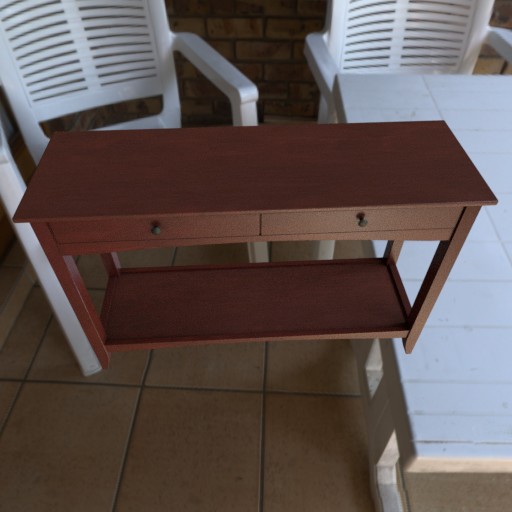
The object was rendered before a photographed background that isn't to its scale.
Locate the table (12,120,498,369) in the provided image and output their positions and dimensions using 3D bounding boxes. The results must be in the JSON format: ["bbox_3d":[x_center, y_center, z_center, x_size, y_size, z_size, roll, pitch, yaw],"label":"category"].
[{"bbox_3d":[0.000,0.000,1.478,1.188,0.739,0.392,-2,47,-2],"label":"table"}]
